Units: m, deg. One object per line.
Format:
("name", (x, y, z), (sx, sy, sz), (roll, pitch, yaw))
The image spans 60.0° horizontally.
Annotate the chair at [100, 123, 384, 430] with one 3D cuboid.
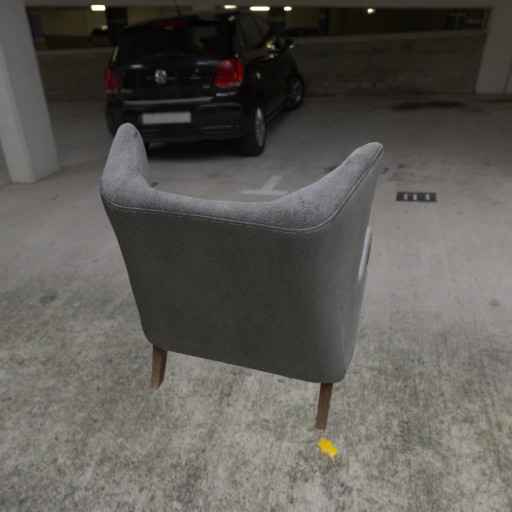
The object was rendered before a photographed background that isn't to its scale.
("chair", (0.000, 0.000, 1.597), (0.784, 0.950, 0.906), (9, 31, 15))
